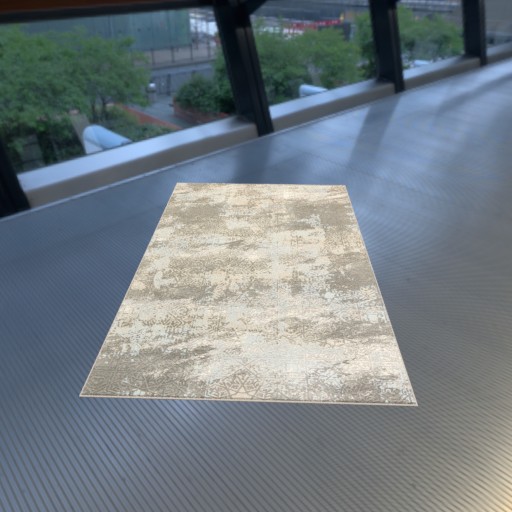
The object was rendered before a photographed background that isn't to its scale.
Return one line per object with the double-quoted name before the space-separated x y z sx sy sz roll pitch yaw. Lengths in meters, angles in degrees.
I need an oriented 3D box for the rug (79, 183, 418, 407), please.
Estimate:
"rug" 0.000 0.000 3.027 1.536 0.012 2.431 1 33 2
